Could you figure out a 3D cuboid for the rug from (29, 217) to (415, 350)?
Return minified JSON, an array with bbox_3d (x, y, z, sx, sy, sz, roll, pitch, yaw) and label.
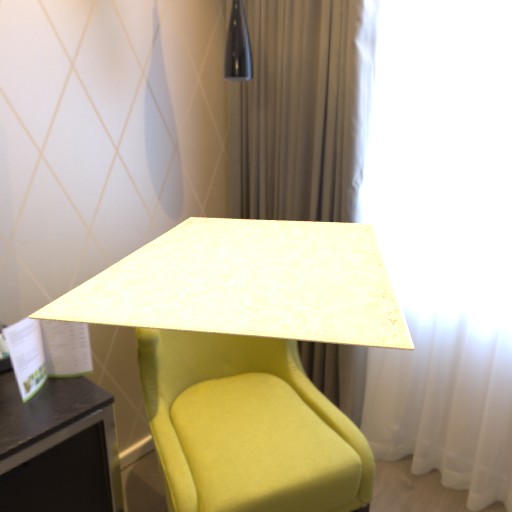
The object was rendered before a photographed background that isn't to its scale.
[{"bbox_3d":[0.000,0.000,2.813,1.598,0.014,2.202,3,17,10],"label":"rug"}]
